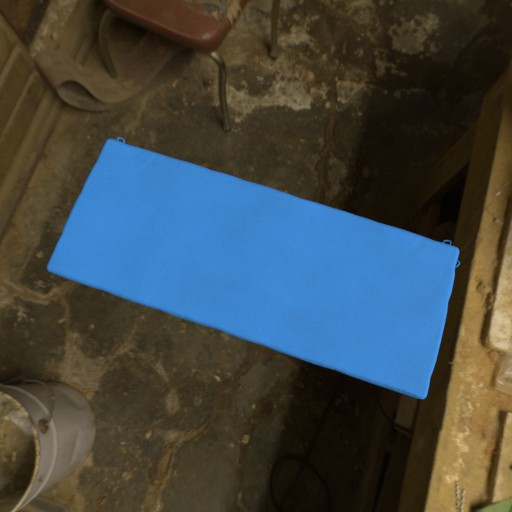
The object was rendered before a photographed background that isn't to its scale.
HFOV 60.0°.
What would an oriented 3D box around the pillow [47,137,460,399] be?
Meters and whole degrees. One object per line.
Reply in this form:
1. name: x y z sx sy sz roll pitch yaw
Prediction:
1. pillow: 0.000 0.000 1.334 1.187 0.081 0.492 18 76 5
